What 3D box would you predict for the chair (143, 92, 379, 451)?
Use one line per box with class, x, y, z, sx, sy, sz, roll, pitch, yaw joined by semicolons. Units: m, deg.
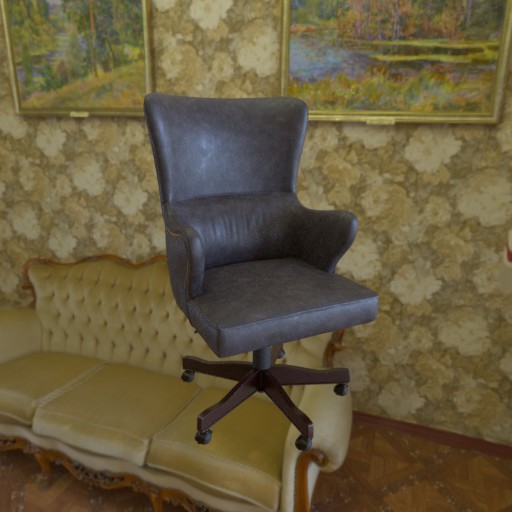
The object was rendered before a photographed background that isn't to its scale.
chair;0.000;0.000;1.470;0.594;1.037;0.717;-8;18;-25
